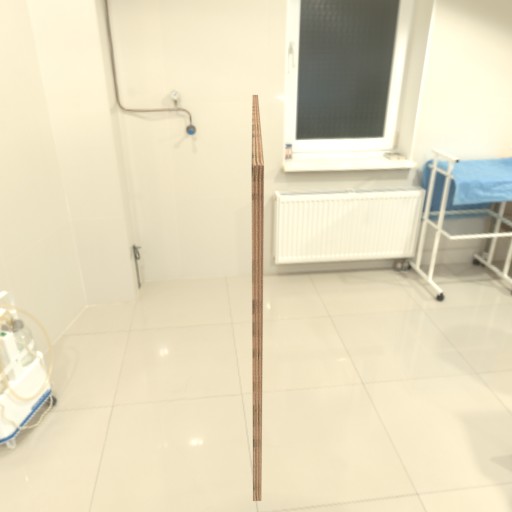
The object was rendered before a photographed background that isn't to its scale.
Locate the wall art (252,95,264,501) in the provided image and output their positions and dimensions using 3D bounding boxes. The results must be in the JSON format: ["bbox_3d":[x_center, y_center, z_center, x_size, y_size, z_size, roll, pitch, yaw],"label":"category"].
[{"bbox_3d":[0.000,0.000,0.672,0.010,0.408,0.508,0,26,0],"label":"wall art"}]
